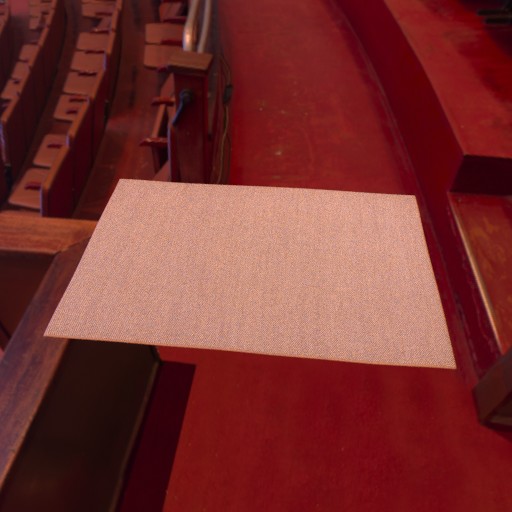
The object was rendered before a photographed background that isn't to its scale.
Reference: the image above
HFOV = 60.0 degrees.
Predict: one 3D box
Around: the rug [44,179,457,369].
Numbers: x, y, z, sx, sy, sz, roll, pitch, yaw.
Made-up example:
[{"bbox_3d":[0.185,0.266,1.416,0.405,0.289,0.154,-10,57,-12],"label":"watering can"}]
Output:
[{"bbox_3d":[0.000,0.000,2.145,1.678,0.013,1.078,4,47,4],"label":"rug"}]
